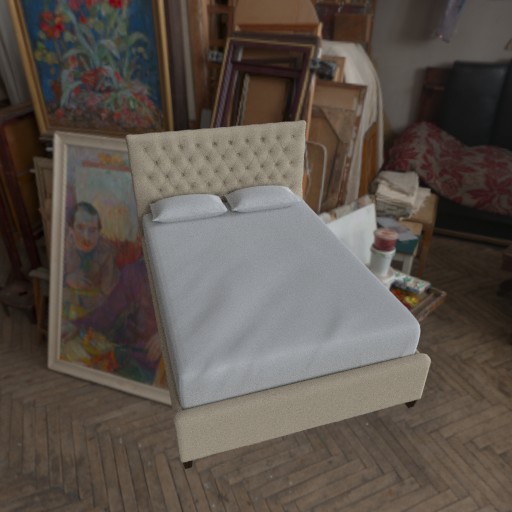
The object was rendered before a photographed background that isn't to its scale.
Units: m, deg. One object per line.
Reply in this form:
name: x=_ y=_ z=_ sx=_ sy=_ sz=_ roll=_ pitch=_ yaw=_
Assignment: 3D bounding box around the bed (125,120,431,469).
bed: x=0.000 y=0.000 z=3.503 sx=1.698 sy=1.427 sz=2.387 roll=-9 pitch=33 yaw=-14
